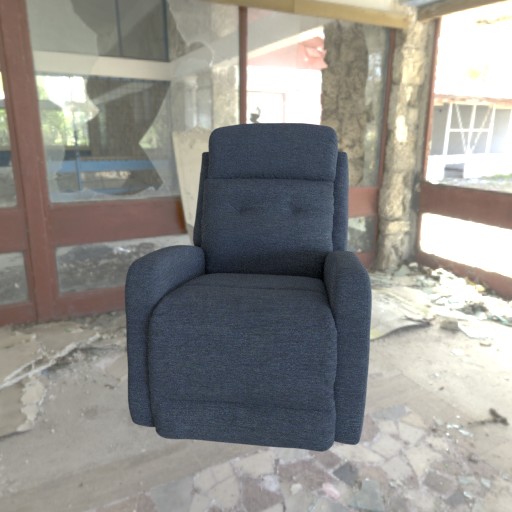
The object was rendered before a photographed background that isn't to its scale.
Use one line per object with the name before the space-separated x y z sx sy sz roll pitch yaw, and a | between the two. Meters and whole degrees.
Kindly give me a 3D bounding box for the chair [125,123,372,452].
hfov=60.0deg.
chair | 0.000 0.000 1.725 0.798 1.013 1.043 2 15 8
